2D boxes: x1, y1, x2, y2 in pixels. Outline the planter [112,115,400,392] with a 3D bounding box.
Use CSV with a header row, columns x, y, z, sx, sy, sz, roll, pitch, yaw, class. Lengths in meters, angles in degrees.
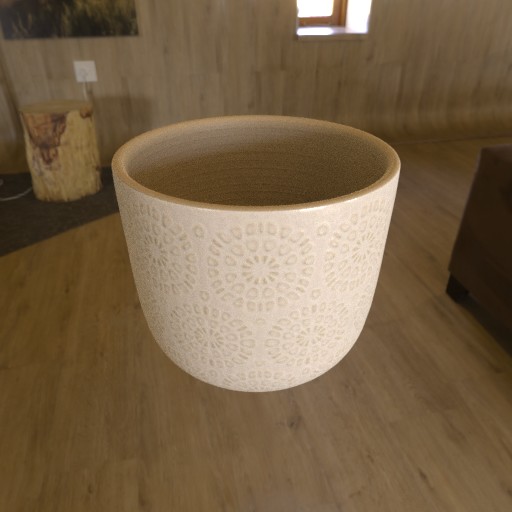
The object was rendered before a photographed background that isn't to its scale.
x,y,z,sx,sy,sz,roll,pitch,yaw,class
0.000,0.000,0.309,0.170,0.152,0.170,0,32,0,planter
